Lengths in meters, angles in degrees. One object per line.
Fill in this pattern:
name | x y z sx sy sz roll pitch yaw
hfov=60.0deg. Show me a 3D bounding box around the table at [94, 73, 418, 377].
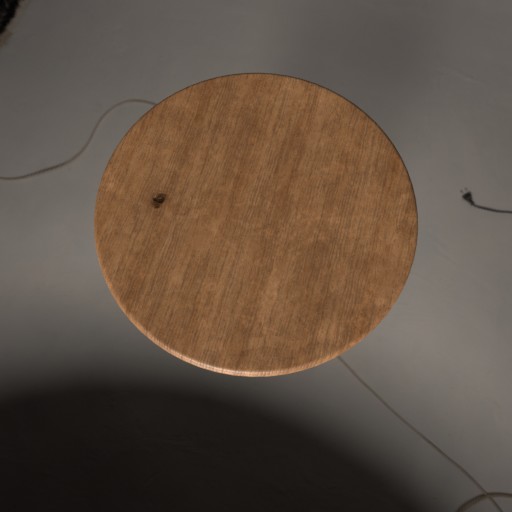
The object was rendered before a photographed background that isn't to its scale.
table | 0.000 0.000 0.807 0.432 0.460 0.432 0 74 0
